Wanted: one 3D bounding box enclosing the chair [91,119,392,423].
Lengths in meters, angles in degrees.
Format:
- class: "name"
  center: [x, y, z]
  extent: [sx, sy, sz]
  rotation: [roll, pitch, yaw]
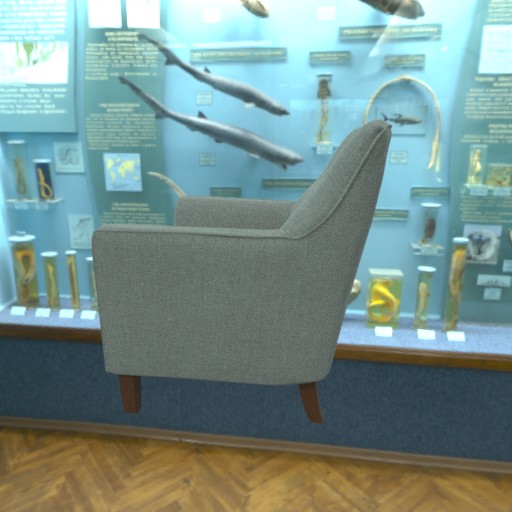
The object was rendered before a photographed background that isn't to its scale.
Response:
- class: "chair"
  center: [0.000, 0.000, 1.830]
  extent: [0.993, 1.047, 0.887]
  rotation: [2, 15, 9]
